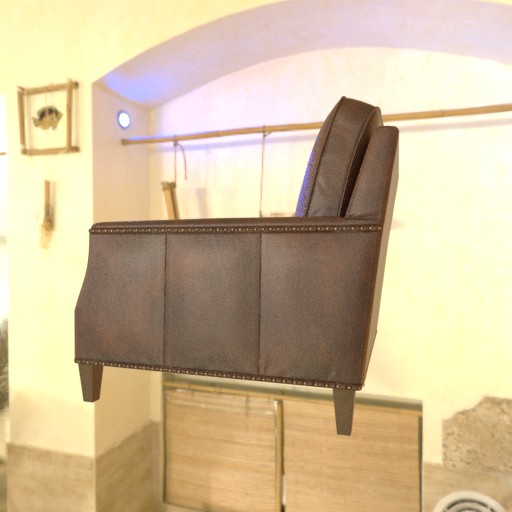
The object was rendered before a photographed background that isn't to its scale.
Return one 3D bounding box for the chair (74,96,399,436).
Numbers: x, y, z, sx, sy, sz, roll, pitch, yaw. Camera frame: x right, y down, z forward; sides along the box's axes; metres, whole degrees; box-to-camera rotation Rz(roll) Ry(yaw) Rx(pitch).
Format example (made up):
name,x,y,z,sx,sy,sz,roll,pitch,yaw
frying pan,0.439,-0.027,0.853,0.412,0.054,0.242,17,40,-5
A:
name,x,y,z,sx,sy,sz,roll,pitch,yaw
chair,0.000,0.000,1.660,1.014,0.929,0.853,0,1,18
